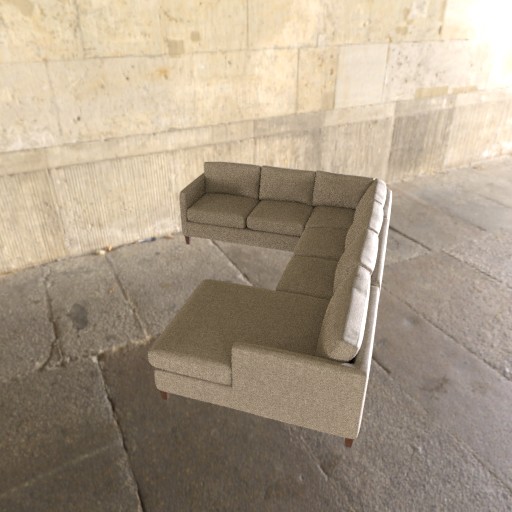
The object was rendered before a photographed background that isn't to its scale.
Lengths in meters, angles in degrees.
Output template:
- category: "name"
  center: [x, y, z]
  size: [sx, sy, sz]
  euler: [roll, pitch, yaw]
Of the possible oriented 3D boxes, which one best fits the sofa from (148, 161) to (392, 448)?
- category: "sofa"
  center: [0.000, 0.000, 4.672]
  size: [2.593, 0.959, 3.460]
  euler: [9, 31, 15]
